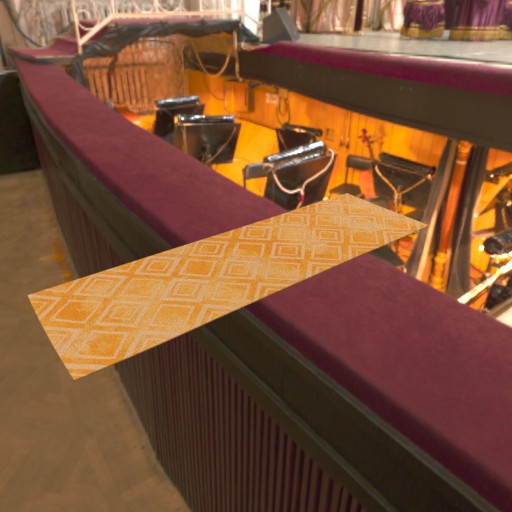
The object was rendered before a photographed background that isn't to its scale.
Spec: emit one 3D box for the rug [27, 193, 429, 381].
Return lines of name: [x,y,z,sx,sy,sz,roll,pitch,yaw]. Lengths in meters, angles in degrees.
rug: [0.000,0.000,2.693,2.438,0.010,0.775,-20,35,-32]
